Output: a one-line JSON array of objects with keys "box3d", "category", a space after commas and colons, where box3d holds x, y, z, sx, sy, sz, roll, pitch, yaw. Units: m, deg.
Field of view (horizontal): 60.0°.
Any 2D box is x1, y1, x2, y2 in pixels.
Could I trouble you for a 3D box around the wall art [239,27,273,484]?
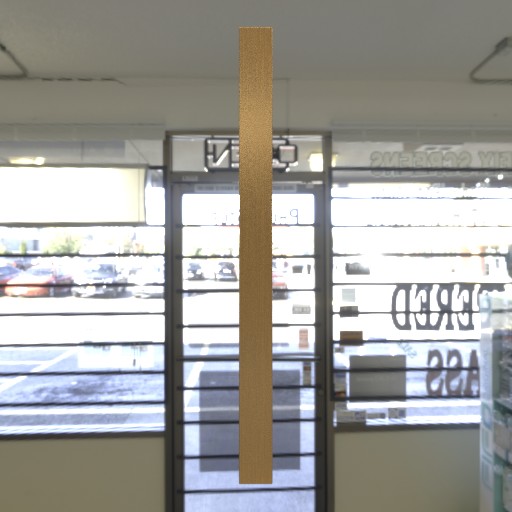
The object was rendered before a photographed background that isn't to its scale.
[{"box3d": [0.000, 0.000, 0.742, 0.037, 0.505, 0.505, 0, 0, 0], "category": "wall art"}]
